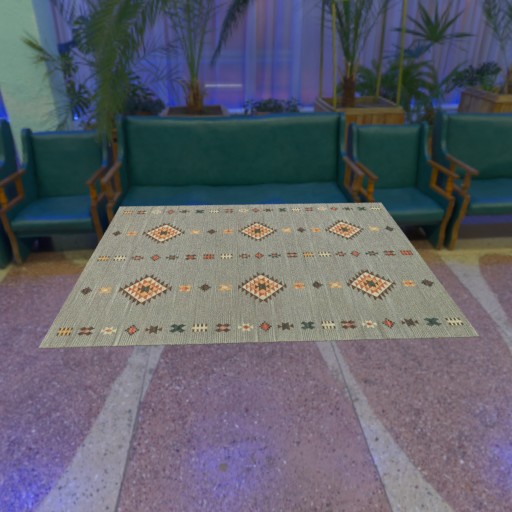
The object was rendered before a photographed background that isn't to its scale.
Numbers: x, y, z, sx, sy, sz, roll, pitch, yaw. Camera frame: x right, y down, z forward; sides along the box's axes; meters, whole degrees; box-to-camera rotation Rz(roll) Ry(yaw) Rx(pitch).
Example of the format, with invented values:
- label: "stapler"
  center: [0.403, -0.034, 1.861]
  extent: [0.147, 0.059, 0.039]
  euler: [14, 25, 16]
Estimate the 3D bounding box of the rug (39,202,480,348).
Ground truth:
- label: "rug"
  center: [0.000, 0.000, 4.099]
  extent: [3.035, 0.008, 2.425]
  euler: [-1, 29, -2]
